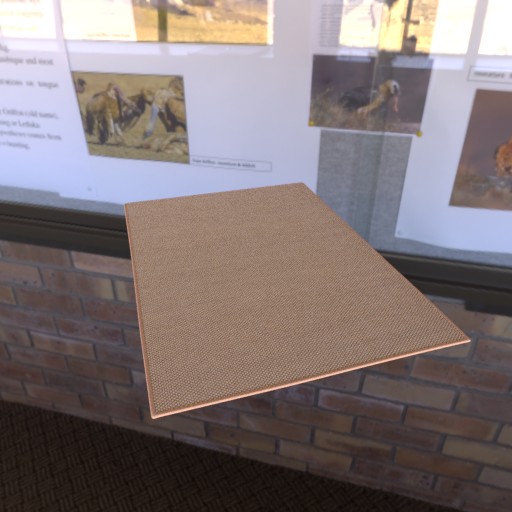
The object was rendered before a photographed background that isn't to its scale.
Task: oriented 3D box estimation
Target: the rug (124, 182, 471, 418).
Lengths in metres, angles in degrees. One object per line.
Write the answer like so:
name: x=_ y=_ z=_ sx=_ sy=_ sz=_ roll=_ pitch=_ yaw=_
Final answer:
rug: x=0.000 y=0.000 z=2.812 sx=1.524 sy=0.013 sz=2.134 roll=-9 pitch=32 yaw=-15
